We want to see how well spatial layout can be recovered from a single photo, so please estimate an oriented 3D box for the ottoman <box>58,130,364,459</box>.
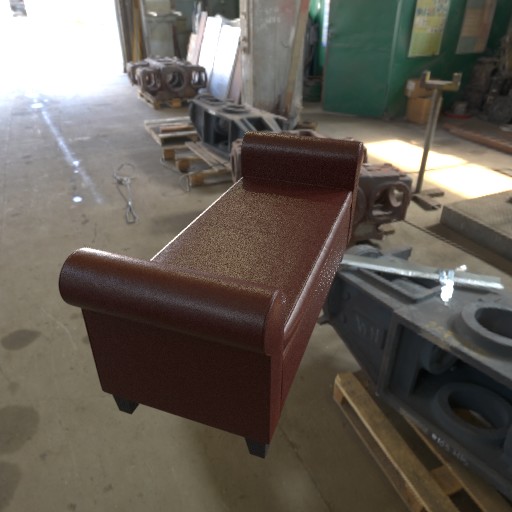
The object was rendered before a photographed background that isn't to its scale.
[{"bbox_3d":[0.000,0.000,1.553,0.521,0.547,1.256,11,32,17],"label":"ottoman"}]
